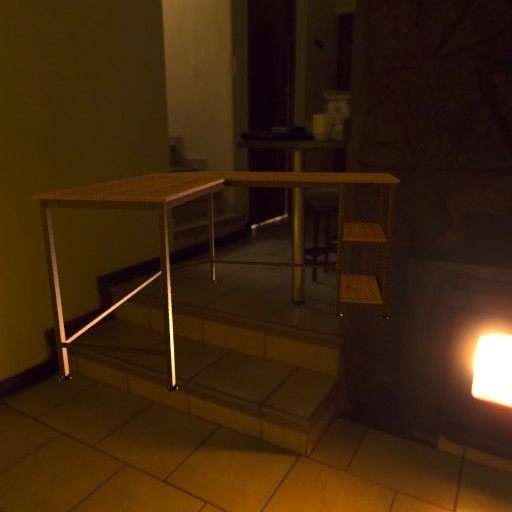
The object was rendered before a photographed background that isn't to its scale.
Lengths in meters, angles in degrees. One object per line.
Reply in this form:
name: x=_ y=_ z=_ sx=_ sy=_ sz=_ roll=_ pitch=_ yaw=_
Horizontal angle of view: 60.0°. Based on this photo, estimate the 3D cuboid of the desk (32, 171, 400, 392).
desk: x=0.000 y=0.000 z=2.215 sx=1.379 sy=0.739 sz=1.379 roll=2 pitch=15 yaw=10
